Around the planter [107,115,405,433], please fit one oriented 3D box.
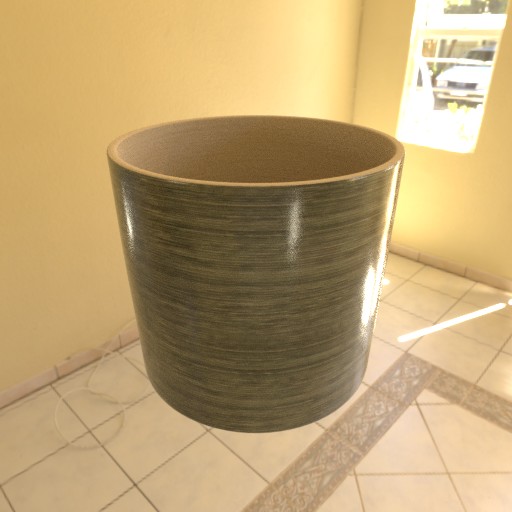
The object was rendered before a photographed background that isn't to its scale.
[{"bbox_3d":[0.000,0.000,0.388,0.221,0.201,0.221,0,27,0],"label":"planter"}]
